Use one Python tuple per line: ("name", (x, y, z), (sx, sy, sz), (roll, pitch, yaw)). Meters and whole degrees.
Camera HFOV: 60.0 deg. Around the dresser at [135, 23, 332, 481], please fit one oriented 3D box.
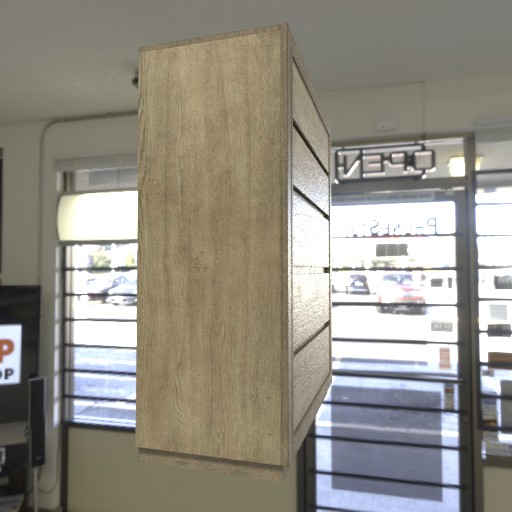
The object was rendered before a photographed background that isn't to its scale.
("dresser", (0.000, 0.000, 1.772), (0.483, 1.295, 0.967), (-1, -2, 17))
